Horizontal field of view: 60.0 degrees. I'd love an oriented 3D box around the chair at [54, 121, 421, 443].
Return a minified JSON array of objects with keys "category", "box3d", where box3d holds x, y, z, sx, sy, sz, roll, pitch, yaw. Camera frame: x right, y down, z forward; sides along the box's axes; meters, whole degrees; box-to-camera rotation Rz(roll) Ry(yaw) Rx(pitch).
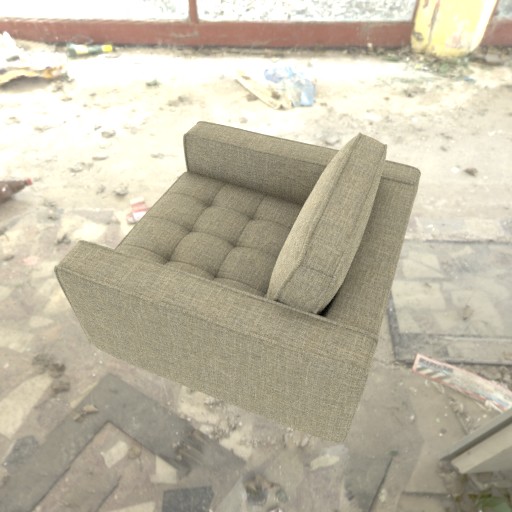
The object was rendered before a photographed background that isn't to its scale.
[{"category":"chair","box3d":[0.000,0.000,1.536,0.914,0.765,0.889,17,48,15]}]
